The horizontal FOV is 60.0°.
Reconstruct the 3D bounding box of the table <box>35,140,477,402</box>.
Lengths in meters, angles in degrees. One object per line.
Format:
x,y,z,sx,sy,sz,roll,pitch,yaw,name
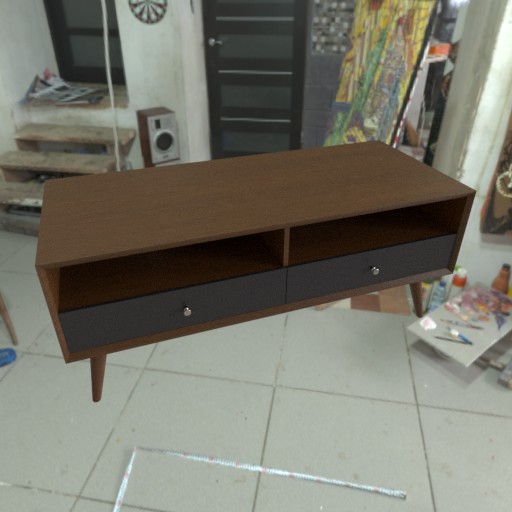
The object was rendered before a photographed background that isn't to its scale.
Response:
0.000,0.000,1.368,1.119,0.464,0.490,-11,34,-17,table
